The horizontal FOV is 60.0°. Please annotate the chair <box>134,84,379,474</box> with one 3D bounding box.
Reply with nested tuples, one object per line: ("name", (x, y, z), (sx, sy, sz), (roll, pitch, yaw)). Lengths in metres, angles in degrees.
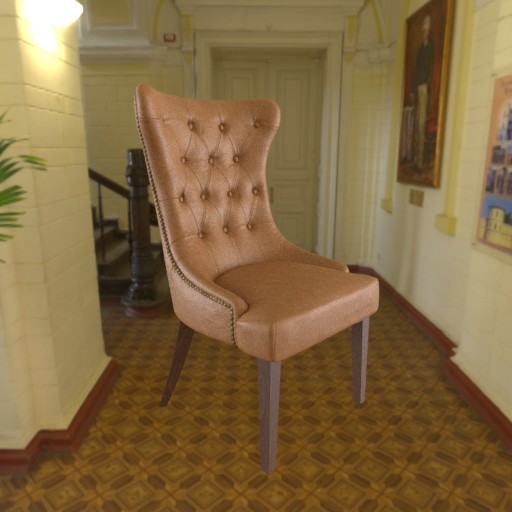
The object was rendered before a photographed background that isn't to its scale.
("chair", (0.000, 0.000, 1.474), (0.669, 1.065, 0.611), (13, 19, 42))
